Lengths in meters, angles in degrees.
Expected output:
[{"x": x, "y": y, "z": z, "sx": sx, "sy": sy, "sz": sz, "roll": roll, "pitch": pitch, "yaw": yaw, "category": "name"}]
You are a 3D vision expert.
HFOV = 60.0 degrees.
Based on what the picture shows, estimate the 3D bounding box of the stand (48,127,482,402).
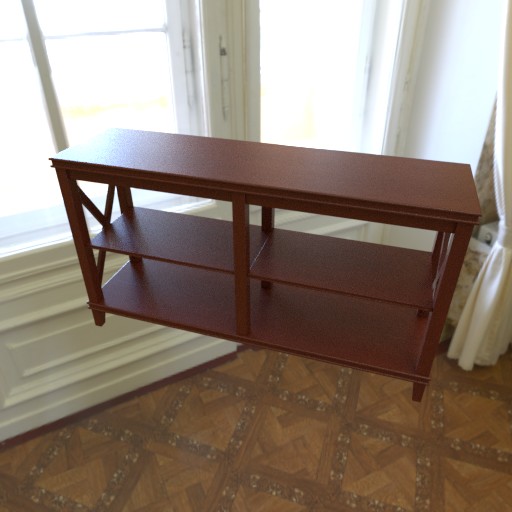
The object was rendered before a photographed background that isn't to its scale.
[{"x": 0.000, "y": 0.000, "z": 1.698, "sx": 1.372, "sy": 0.762, "sz": 0.381, "roll": 10, "pitch": 34, "yaw": 15, "category": "stand"}]
